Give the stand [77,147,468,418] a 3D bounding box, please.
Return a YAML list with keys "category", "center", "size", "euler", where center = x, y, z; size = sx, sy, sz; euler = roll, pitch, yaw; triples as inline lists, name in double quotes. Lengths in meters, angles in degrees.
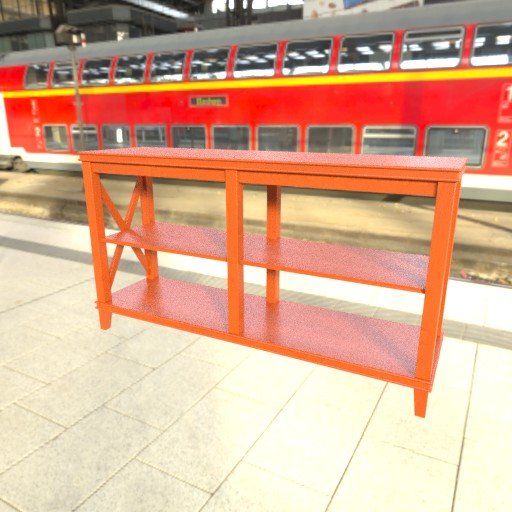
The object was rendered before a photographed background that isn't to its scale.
- category: "stand"
  center: [0.000, 0.000, 1.704]
  size: [1.372, 0.762, 0.381]
  euler: [8, 19, 26]
